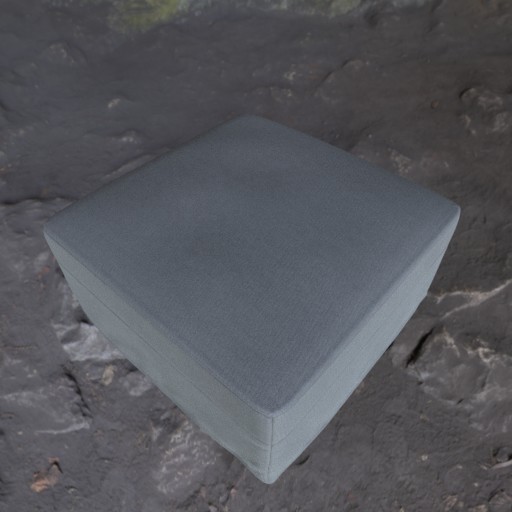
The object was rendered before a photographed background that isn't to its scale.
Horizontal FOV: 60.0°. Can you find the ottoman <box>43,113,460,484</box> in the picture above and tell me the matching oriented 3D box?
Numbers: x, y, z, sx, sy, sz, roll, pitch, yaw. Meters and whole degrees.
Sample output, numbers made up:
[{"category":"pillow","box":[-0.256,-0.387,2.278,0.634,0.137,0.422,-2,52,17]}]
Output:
[{"category":"ottoman","box":[0.000,0.000,1.316,0.842,0.441,0.843,33,54,28]}]
